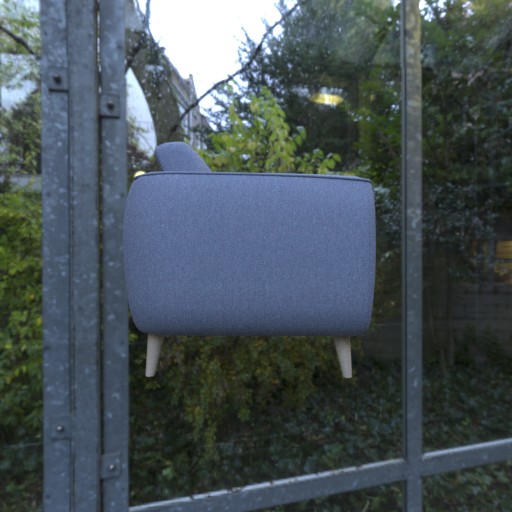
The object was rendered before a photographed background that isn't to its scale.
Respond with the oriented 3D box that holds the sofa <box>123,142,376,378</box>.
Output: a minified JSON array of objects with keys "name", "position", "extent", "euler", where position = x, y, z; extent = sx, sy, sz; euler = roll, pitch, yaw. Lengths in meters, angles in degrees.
[{"name":"sofa","position":[0.000,0.000,2.483],"extent":[0.920,0.870,2.000],"euler":[0,-1,1]}]
